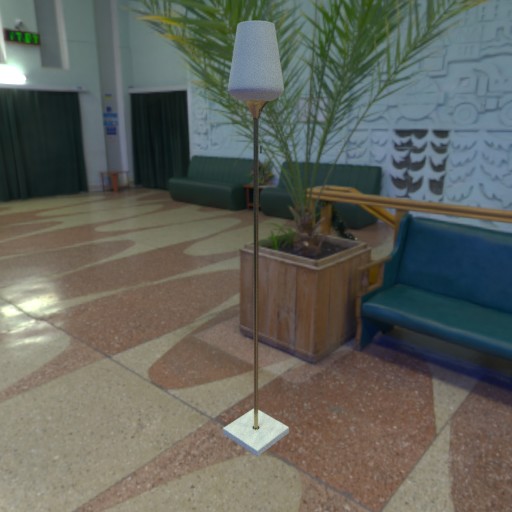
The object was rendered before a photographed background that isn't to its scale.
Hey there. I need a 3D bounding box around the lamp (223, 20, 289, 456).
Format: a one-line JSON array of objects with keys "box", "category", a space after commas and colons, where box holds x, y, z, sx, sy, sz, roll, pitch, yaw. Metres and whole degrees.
[{"box": [0.000, 0.000, 1.923, 0.232, 1.813, 0.229, 15, 22, 41], "category": "lamp"}]
